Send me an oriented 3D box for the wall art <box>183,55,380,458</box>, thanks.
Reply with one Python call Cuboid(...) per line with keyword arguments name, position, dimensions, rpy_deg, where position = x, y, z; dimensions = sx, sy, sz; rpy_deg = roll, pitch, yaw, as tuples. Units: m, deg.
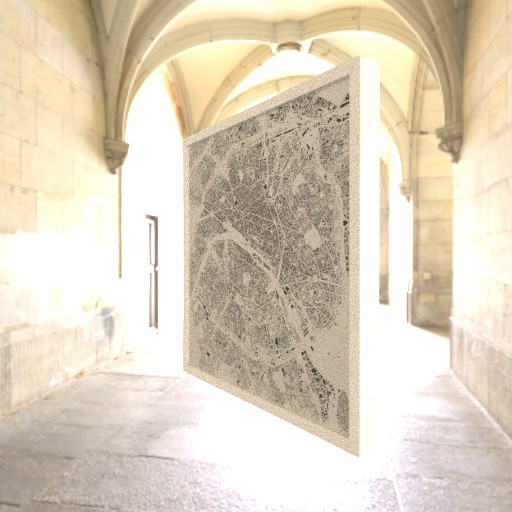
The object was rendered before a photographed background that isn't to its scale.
Cuboid(name="wall art", position=(0.000, 0.000, 0.775), dimensions=(0.038, 0.508, 0.508), rpy_deg=(0, 1, -35))
